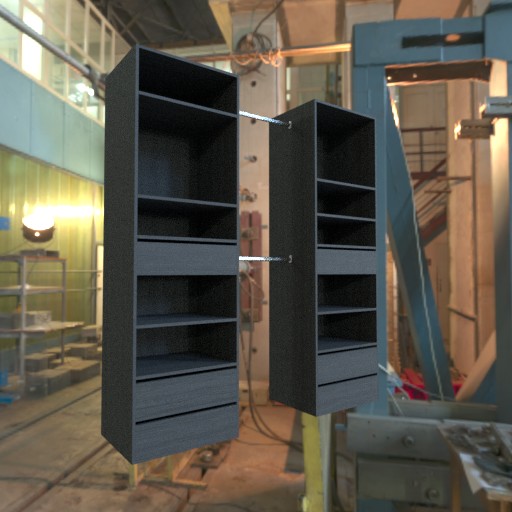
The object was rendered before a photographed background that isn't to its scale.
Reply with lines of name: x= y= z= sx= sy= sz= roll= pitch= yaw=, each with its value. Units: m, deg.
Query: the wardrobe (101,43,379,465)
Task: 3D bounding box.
wardrobe: x=0.000 y=0.000 z=2.811 sx=1.770 sy=2.000 sz=0.480 roll=1 pitch=-2 yaw=-36
